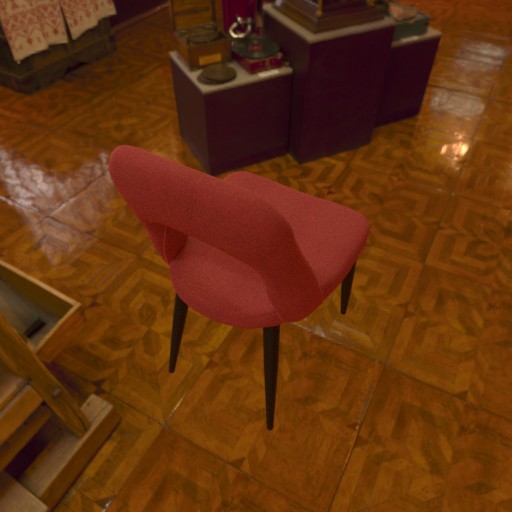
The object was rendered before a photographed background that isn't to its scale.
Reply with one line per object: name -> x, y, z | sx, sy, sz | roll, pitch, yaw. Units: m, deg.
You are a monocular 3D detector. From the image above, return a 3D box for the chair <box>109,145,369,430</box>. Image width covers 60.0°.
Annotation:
chair -> 0.000, 0.000, 1.208 | 0.483, 0.892, 0.569 | 24, 51, 21
